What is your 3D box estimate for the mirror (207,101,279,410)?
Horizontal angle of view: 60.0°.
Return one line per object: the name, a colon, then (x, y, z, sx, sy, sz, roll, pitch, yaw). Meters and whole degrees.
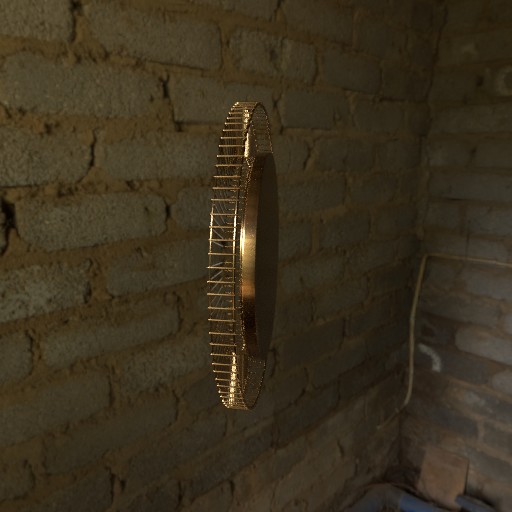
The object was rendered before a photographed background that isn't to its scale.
mirror: (0.000, 0.000, 1.069, 0.067, 0.703, 0.703, 2, 13, 8)
